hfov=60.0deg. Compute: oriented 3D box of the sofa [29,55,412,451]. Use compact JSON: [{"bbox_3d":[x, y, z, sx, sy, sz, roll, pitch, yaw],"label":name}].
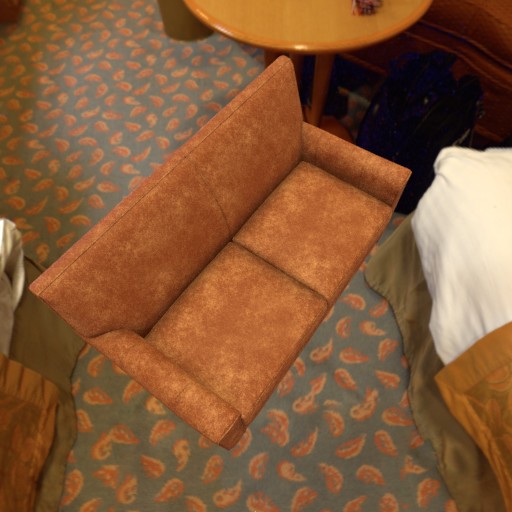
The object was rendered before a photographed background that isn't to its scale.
[{"bbox_3d":[0.000,0.000,2.001,0.787,0.871,1.473,32,65,17],"label":"sofa"}]
